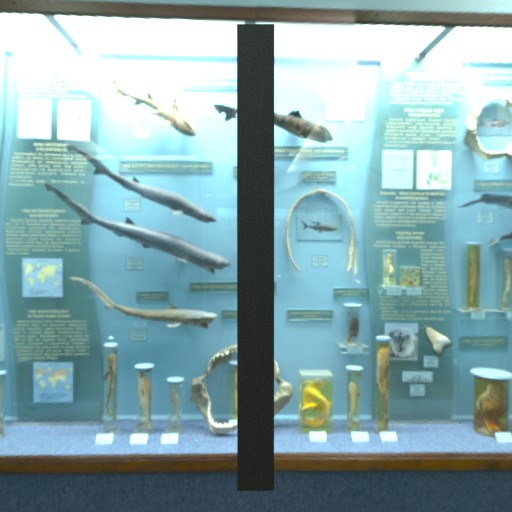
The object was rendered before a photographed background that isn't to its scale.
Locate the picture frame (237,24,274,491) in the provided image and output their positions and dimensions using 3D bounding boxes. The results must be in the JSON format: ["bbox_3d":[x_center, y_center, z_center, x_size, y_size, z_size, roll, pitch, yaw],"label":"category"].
[{"bbox_3d":[0.000,0.000,0.753,0.044,0.555,0.452,0,1,0],"label":"picture frame"}]
